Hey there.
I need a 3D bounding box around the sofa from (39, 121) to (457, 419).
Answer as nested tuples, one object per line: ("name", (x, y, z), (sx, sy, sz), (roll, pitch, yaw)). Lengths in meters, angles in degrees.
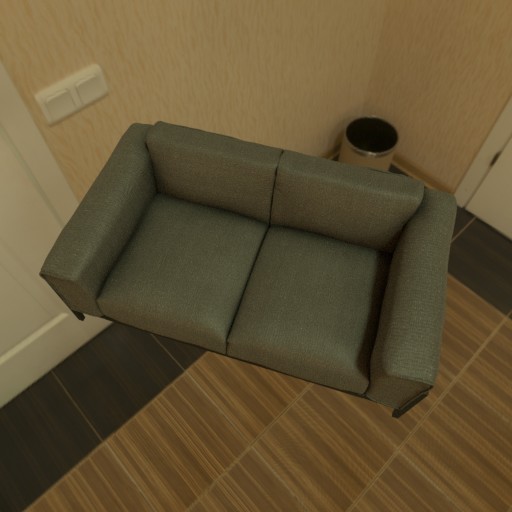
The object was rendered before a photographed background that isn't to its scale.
("sofa", (0.000, 0.000, 2.151), (1.690, 0.656, 0.960), (15, 60, 9))
